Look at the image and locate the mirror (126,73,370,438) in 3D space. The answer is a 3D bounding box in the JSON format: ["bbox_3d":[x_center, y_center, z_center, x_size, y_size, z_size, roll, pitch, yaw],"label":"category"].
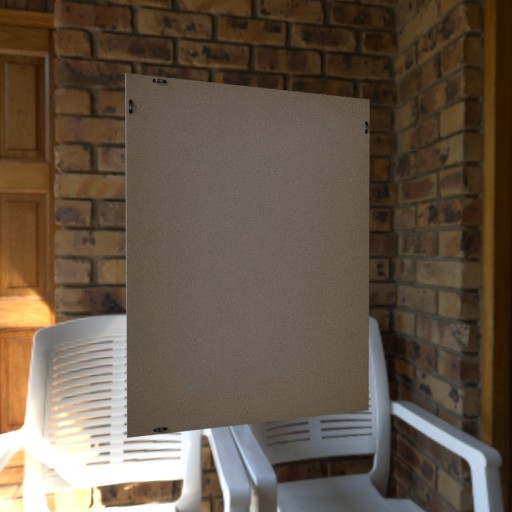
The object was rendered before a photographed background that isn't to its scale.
[{"bbox_3d":[0.000,0.000,1.356,0.762,1.016,0.040,0,1,-16],"label":"mirror"}]
